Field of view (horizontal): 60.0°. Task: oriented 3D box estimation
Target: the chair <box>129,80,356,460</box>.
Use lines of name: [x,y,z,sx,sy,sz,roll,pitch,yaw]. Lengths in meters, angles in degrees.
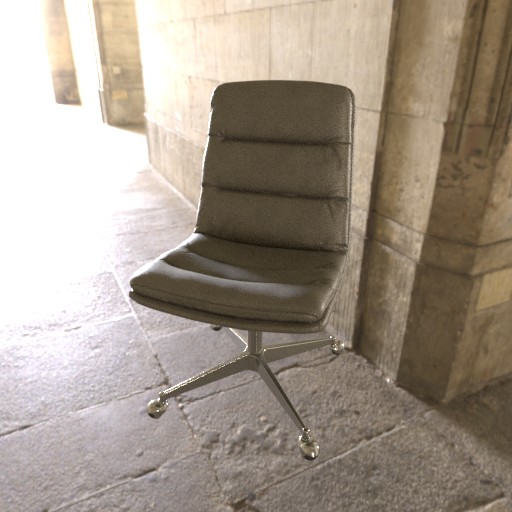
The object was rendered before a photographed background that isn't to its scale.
chair: [0.000,0.000,1.034,0.422,0.738,0.485,8,27,16]
